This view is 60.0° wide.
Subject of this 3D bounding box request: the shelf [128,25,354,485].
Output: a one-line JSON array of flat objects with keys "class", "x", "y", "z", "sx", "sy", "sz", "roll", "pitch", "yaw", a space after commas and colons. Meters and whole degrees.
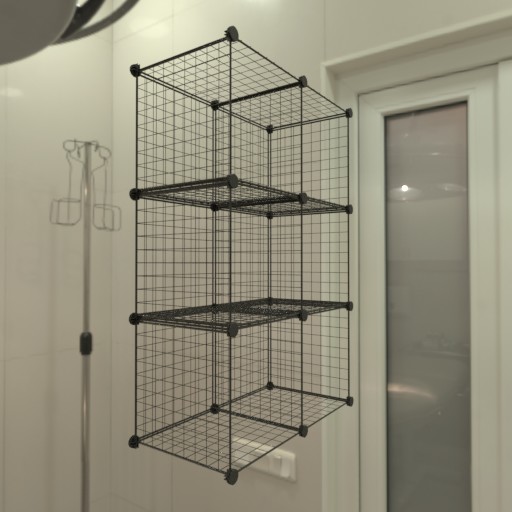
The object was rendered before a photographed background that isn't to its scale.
[{"class": "shelf", "x": 0.000, "y": 0.000, "z": 1.411, "sx": 0.356, "sy": 1.067, "sz": 0.711, "roll": -1, "pitch": -1, "yaw": 35}]
